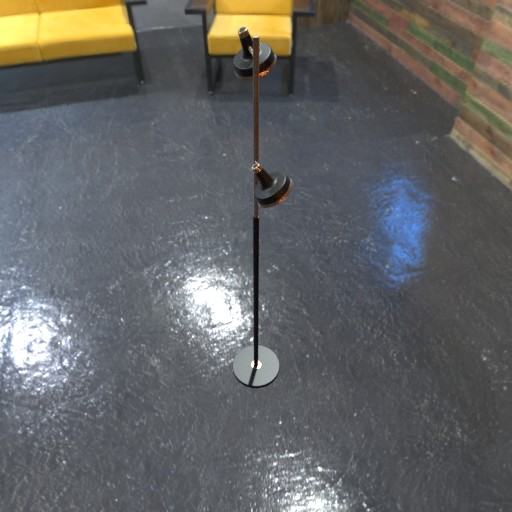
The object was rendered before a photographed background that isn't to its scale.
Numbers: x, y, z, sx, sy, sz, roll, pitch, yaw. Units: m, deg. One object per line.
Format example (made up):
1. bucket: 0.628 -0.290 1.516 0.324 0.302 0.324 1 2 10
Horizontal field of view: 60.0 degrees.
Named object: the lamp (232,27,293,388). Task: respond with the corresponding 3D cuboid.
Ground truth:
1. lamp: 0.000 0.000 1.789 0.253 1.674 0.351 -10 46 -10
